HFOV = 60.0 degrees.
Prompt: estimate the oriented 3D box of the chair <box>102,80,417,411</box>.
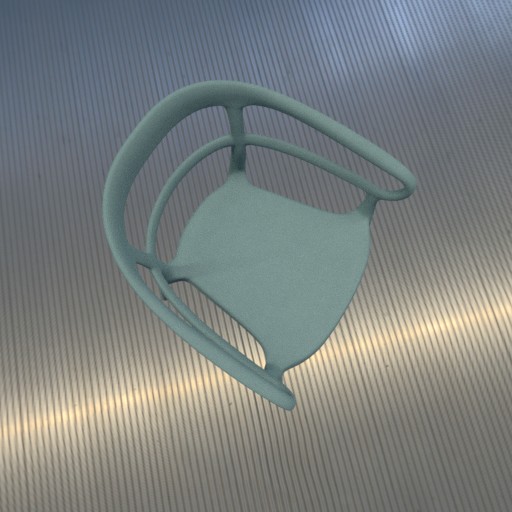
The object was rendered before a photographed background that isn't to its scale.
[{"bbox_3d":[0.000,0.000,1.141,0.527,0.761,0.559,30,77,8],"label":"chair"}]
